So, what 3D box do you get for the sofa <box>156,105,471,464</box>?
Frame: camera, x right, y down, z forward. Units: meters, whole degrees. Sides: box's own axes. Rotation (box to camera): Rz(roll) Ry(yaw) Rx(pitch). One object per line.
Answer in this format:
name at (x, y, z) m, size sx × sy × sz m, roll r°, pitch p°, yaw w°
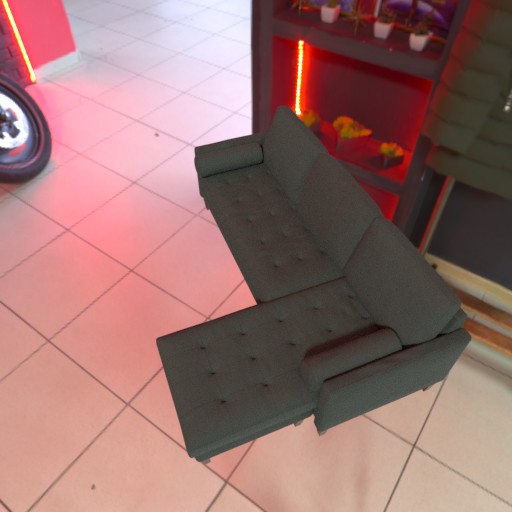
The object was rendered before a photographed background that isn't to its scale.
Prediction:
sofa at (0.000, 0.000, 2.857) m, size 1.506 × 0.876 × 2.178 m, roll -17°, pitch 50°, yaw -15°
